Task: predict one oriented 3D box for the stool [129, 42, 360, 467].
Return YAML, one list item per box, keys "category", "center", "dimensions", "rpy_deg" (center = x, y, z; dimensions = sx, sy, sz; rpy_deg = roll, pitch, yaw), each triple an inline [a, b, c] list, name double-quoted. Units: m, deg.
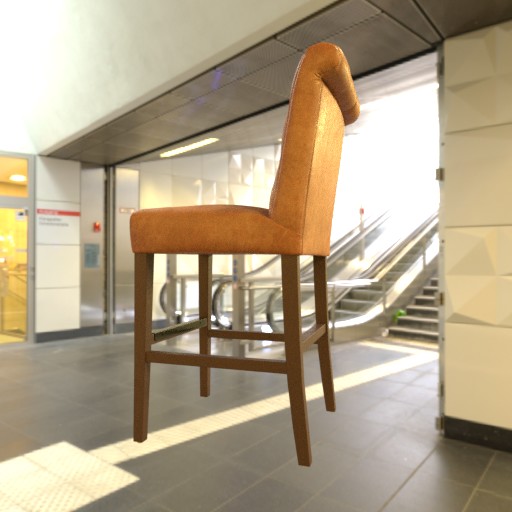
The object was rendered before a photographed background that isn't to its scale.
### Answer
- category: "stool"
  center: [0.000, 0.000, 1.366]
  dimensions: [0.601, 1.047, 0.493]
  rpy_deg: [0, 0, 19]
